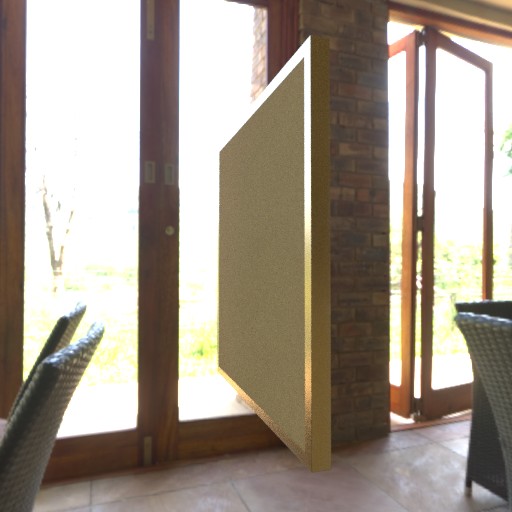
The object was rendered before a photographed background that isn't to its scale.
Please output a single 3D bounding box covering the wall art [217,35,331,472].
[{"bbox_3d":[0.000,0.000,1.138,0.037,0.760,0.762,0,-1,-17],"label":"wall art"}]
